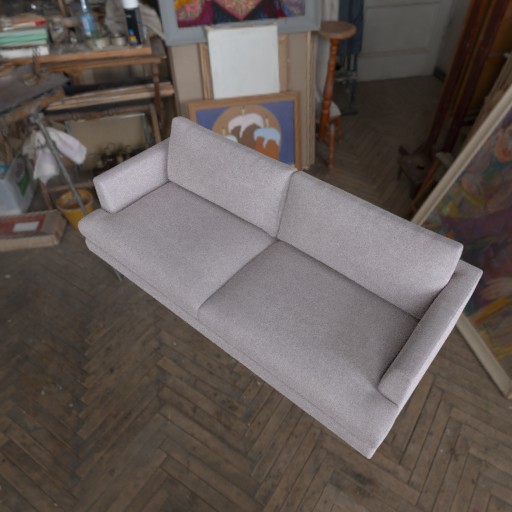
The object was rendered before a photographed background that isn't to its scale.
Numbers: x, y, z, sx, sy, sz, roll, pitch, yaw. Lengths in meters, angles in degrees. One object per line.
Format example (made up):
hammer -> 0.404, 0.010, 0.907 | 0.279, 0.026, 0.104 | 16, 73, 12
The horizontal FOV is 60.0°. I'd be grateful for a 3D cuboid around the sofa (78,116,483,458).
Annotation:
sofa -> 0.000, 0.000, 2.674 | 2.250, 0.868, 1.020 | 31, 53, 27
